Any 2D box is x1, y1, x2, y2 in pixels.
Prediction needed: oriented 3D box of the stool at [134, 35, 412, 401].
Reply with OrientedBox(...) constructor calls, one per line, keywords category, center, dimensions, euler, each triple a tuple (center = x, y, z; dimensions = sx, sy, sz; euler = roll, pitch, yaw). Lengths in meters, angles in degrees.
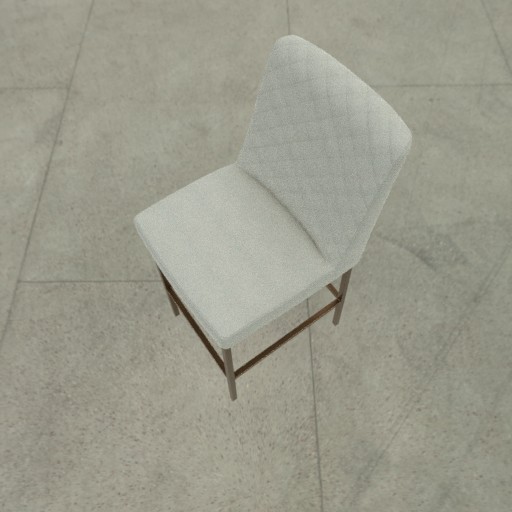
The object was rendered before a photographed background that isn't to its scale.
OrientedBox(category="stool", center=(0.000, 0.000, 1.357), dimensions=(0.546, 1.084, 0.462), euler=(-33, 67, -16))
